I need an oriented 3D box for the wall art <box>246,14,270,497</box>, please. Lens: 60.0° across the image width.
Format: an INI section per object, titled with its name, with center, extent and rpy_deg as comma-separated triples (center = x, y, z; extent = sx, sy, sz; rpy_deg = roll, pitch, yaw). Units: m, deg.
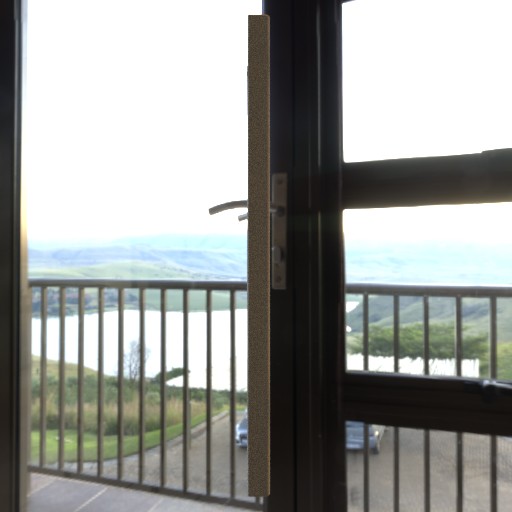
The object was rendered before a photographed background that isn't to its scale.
[wall art]
center = 0.000, 0.000, 1.139
extent = 0.048, 0.916, 0.602
rpy_deg = 0, -1, 0
